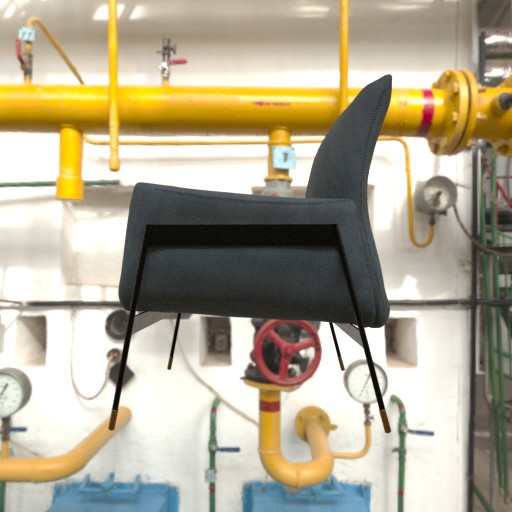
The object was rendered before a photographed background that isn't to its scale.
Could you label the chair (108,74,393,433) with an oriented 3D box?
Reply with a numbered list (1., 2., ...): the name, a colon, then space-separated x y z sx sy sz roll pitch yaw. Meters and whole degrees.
1. chair: 0.000 0.000 1.387 0.709 0.858 0.678 0 -1 1
